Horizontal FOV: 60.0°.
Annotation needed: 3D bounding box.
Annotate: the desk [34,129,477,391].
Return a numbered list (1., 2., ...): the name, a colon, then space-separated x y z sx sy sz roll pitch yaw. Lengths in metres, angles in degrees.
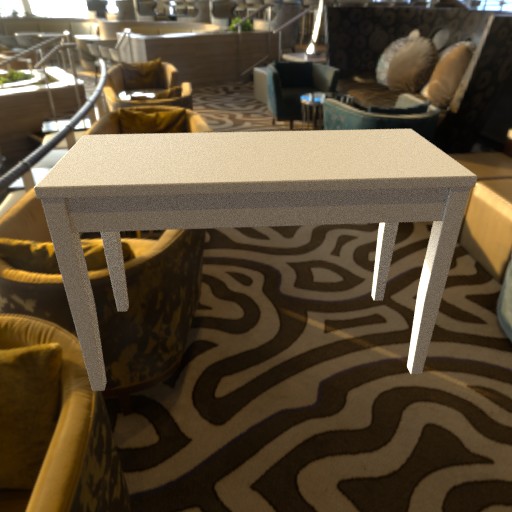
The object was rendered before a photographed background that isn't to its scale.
1. desk: 0.000 0.000 1.627 1.220 0.775 0.508 -2 31 -3
